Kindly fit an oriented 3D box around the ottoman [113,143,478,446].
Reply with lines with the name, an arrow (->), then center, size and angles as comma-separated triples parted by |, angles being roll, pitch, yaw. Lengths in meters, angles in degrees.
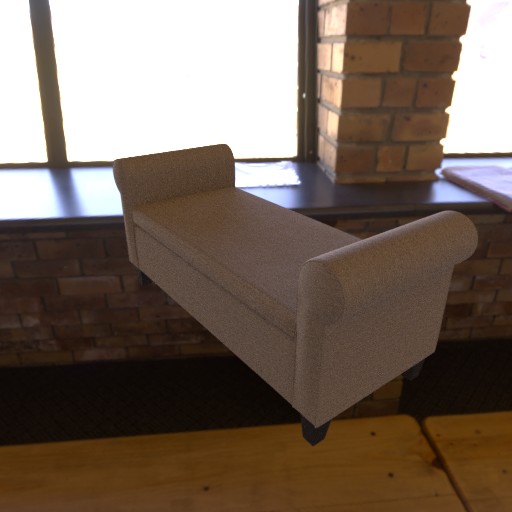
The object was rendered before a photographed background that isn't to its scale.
ottoman -> 0.000, 0.000, 1.558 | 0.521, 0.547, 1.256 | -18, 31, -33
